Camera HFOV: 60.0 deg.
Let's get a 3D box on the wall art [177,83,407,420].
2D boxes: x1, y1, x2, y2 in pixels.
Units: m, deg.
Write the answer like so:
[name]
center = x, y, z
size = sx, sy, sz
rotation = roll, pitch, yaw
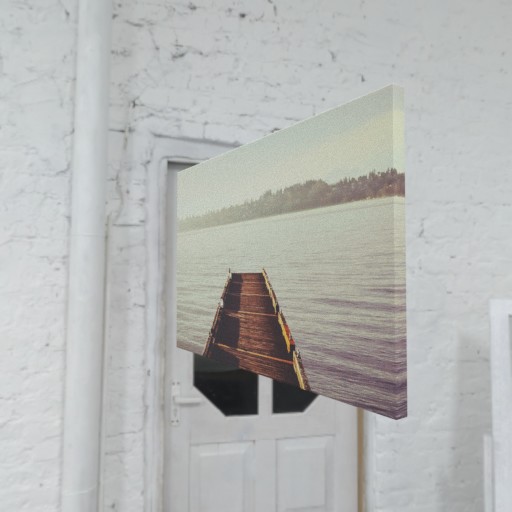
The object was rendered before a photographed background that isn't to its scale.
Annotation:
[wall art]
center = 0.000, 0.000, 1.482
size = 0.040, 0.765, 1.149
rotation = 1, -2, -35
